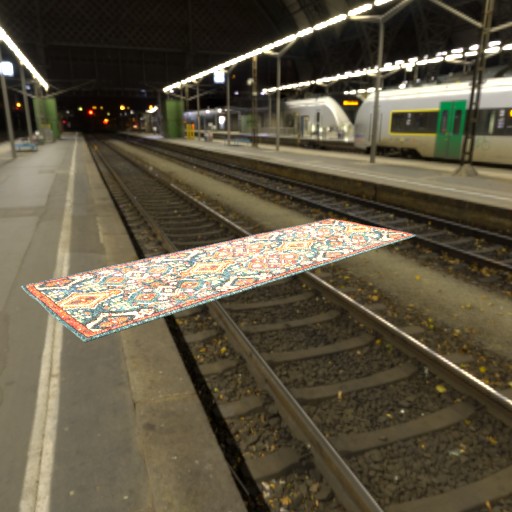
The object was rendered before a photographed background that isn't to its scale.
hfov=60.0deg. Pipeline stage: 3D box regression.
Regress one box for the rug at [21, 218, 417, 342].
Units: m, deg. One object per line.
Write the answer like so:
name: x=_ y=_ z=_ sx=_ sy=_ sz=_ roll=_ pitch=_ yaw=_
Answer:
rug: x=0.000 y=0.000 z=2.714 sx=2.459 sy=0.010 sz=0.801 roll=-15 pitch=22 yaw=-40
